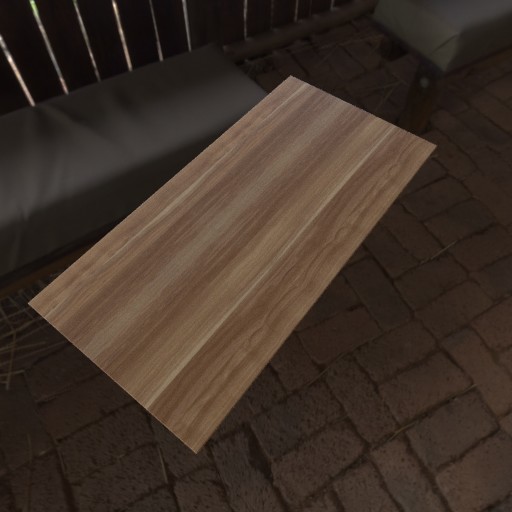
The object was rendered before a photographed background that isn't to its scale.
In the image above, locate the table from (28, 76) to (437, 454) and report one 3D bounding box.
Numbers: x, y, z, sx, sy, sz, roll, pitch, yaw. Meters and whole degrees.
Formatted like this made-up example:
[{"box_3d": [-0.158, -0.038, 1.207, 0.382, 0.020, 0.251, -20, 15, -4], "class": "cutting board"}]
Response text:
[{"box_3d": [0.000, 0.000, 2.540, 1.000, 0.770, 2.000, 33, 64, 19], "class": "table"}]
